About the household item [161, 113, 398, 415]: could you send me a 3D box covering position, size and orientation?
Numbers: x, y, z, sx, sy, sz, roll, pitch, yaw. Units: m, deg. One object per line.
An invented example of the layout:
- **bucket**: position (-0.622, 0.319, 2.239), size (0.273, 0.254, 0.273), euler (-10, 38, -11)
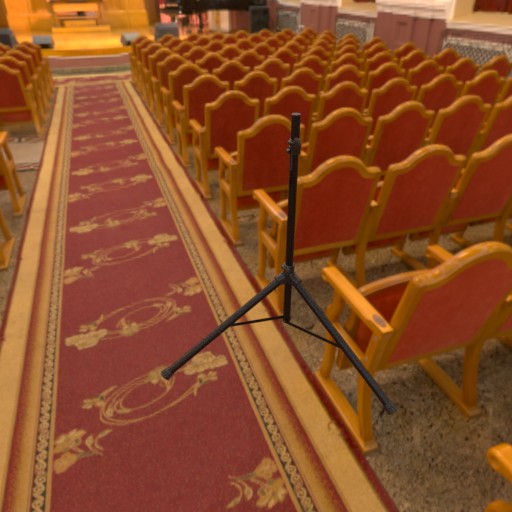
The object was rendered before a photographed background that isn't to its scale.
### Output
- **household item**: position (0.000, 0.000, 1.848), size (0.907, 1.136, 1.045), euler (-10, 33, -16)
